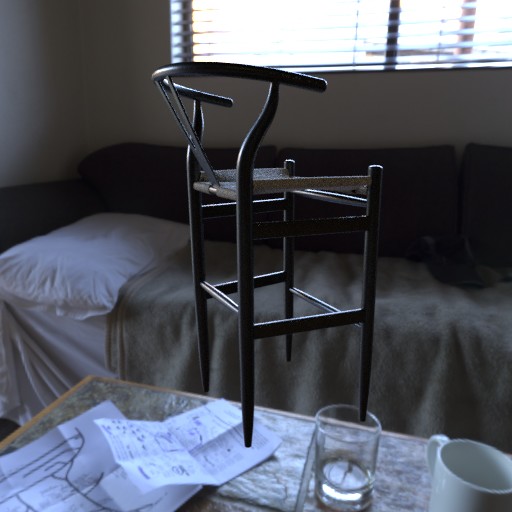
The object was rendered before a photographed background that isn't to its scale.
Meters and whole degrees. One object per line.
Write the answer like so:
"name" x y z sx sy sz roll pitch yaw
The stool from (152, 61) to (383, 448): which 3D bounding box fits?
"stool" 0.000 0.000 1.400 0.579 1.072 0.569 -7 16 -27
